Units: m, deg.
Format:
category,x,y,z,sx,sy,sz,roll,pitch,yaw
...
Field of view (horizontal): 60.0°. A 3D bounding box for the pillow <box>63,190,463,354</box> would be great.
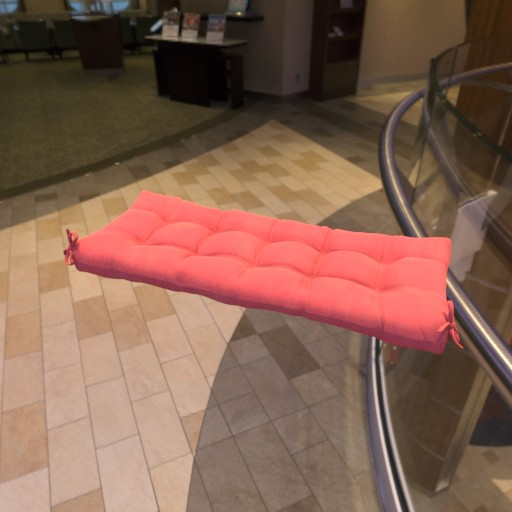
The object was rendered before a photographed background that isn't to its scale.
category,x,y,z,sx,sy,sz,roll,pitch,yaw
pillow,0.000,0.000,1.375,1.194,0.174,0.511,11,34,17
